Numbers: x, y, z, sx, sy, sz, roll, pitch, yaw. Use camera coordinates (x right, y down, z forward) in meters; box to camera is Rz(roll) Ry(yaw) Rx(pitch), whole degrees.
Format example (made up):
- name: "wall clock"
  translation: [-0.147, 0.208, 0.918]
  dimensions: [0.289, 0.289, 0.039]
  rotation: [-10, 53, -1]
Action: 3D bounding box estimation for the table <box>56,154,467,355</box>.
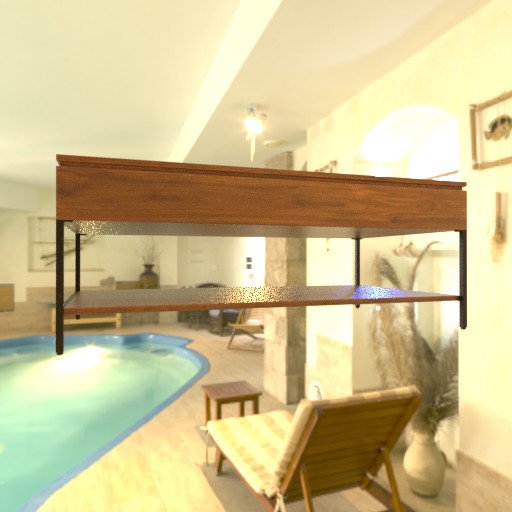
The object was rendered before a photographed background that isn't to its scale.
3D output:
- name: "table"
  translation: [0.000, 0.000, 1.349]
  dimensions: [1.057, 0.414, 0.574]
  rotation: [0, 0, -18]
